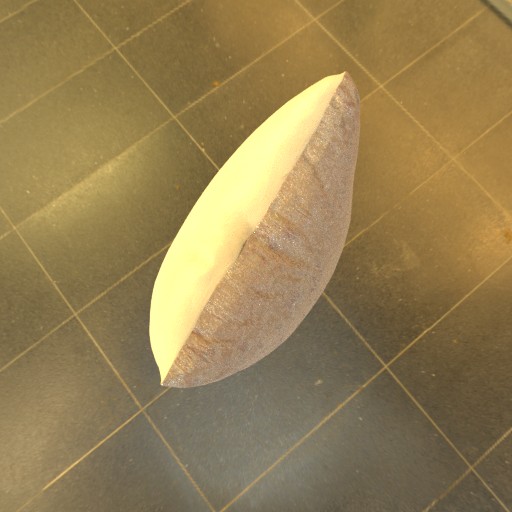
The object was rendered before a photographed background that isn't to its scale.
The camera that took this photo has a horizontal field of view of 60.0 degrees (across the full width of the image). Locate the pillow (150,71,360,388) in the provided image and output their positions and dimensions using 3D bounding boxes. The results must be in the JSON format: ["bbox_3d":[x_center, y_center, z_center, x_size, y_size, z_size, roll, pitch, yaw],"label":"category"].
[{"bbox_3d":[0.000,0.000,0.731,0.245,0.448,0.450,31,78,7],"label":"pillow"}]
